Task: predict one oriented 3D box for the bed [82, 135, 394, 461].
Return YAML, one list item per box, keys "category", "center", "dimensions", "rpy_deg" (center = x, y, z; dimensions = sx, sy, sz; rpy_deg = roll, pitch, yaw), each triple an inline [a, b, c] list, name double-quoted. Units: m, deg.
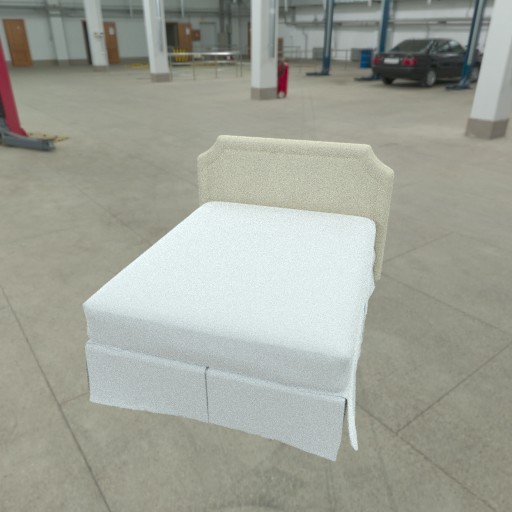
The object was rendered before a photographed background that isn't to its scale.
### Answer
- category: "bed"
  center: [0.000, 0.000, 3.309]
  dimensions: [1.827, 1.296, 2.209]
  rpy_deg: [8, 28, 15]
